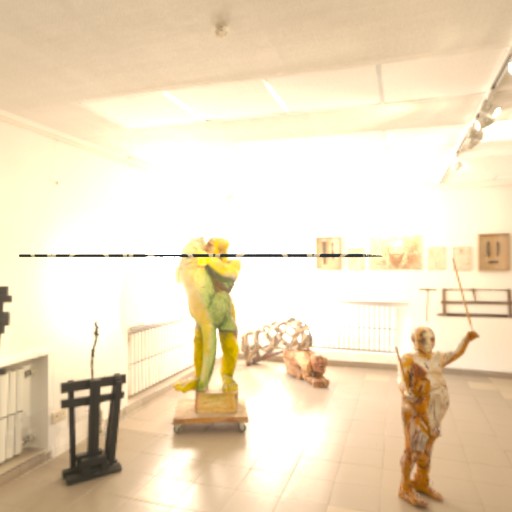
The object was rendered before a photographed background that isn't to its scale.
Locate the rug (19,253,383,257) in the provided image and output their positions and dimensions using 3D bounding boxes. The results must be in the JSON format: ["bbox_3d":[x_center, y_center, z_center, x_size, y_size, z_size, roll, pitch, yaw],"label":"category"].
[{"bbox_3d":[0.000,0.000,2.168,1.143,0.010,1.753,0,0,18],"label":"rug"}]
